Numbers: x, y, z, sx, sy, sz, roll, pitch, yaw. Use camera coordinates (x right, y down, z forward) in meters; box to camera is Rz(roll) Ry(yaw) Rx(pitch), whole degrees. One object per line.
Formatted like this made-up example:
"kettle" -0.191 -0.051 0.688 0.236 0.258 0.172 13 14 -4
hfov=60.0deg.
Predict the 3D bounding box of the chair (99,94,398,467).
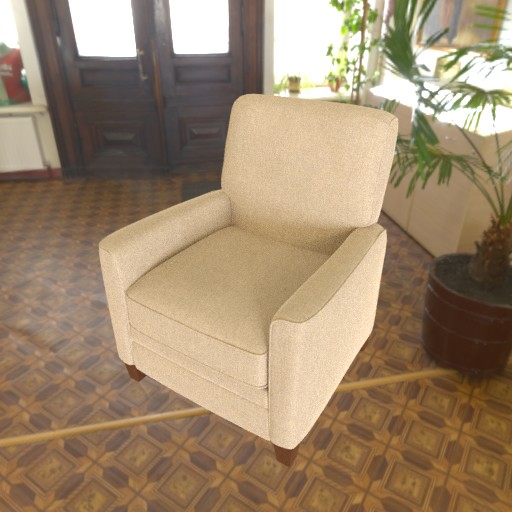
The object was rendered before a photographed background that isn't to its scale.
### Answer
"chair" 0.000 0.000 1.669 0.845 1.023 0.859 18 34 28
